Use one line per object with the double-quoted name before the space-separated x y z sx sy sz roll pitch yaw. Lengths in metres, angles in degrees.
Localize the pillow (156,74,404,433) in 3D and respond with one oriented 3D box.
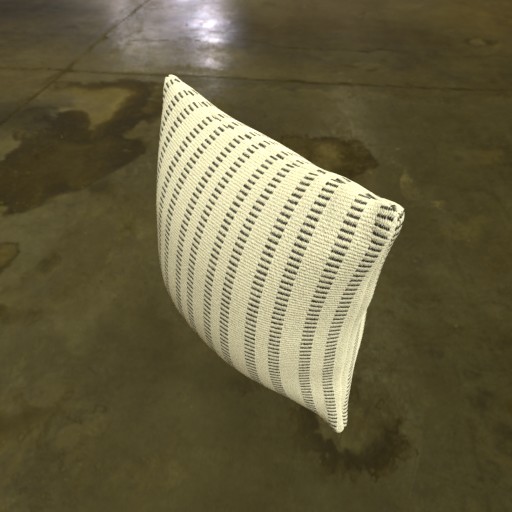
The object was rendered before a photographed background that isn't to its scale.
"pillow" 0.000 0.000 0.668 0.247 0.419 0.438 -28 49 -27
